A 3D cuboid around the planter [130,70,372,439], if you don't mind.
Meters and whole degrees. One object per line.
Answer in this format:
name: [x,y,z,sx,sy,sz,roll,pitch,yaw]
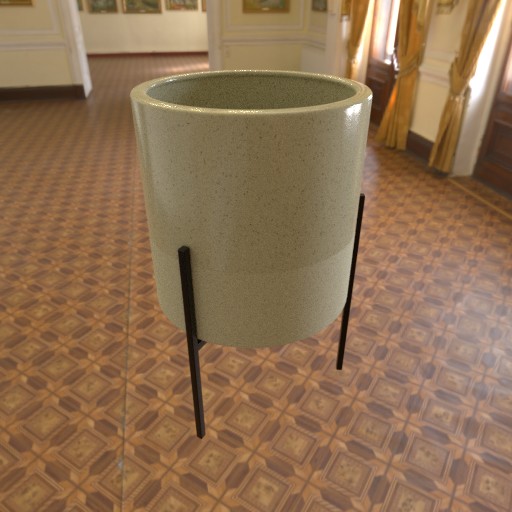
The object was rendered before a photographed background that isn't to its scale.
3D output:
planter: [0.000,0.000,0.537,0.243,0.390,0.234,0,30,0]
